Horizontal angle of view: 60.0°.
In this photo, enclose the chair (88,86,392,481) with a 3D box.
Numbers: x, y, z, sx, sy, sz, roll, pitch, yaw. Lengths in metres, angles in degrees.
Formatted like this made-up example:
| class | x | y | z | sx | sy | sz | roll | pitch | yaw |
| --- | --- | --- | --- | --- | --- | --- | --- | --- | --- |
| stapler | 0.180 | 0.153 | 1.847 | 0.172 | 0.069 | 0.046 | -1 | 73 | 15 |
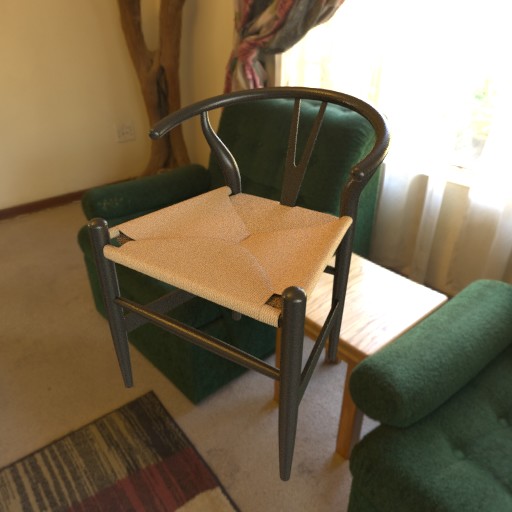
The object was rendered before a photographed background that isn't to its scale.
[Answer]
| class | x | y | z | sx | sy | sz | roll | pitch | yaw |
| --- | --- | --- | --- | --- | --- | --- | --- | --- | --- |
| chair | 0.000 | 0.000 | 1.128 | 0.570 | 0.739 | 0.570 | 18 | 35 | 28 |
